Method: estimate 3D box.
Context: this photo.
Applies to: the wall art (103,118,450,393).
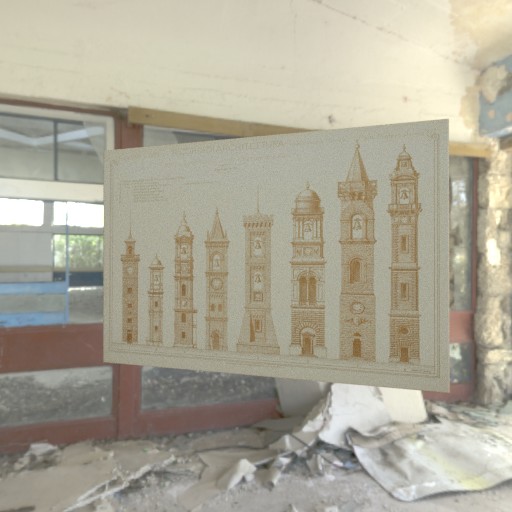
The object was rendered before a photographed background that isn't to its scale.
[{"bbox_3d":[0.000,0.000,1.144,0.915,0.608,0.033,0,0,19],"label":"wall art"}]
